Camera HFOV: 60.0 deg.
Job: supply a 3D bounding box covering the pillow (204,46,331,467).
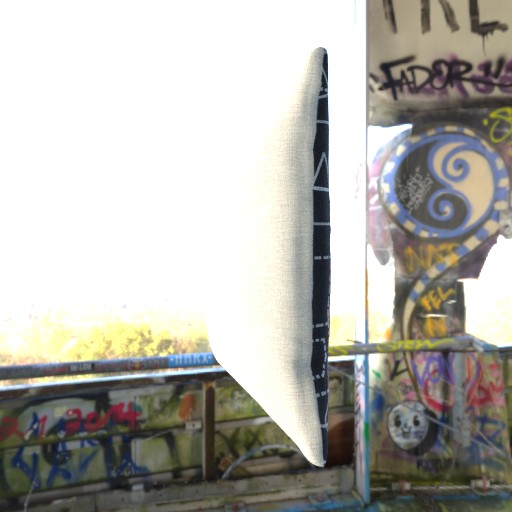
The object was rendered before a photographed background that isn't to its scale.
[{"bbox_3d":[0.000,0.000,0.776,0.158,0.508,0.517,0,0,-18],"label":"pillow"}]
